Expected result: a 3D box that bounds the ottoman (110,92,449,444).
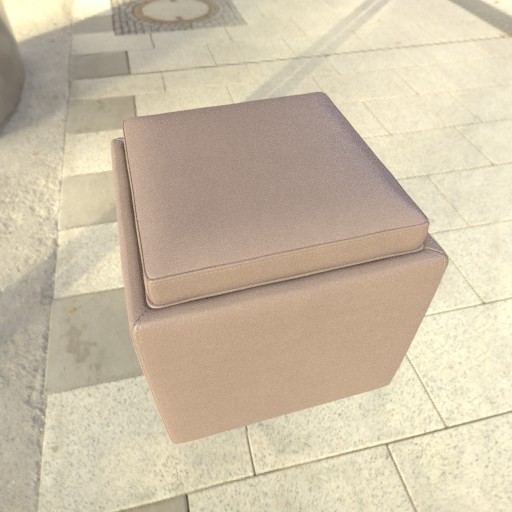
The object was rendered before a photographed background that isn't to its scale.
[{"bbox_3d":[0.000,0.000,0.822,0.450,0.460,0.451,-12,48,-11],"label":"ottoman"}]
